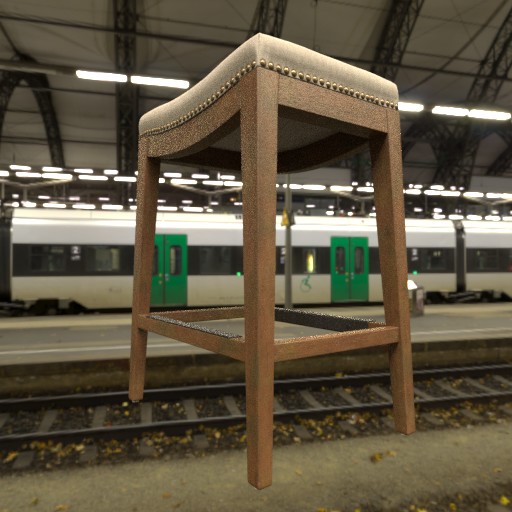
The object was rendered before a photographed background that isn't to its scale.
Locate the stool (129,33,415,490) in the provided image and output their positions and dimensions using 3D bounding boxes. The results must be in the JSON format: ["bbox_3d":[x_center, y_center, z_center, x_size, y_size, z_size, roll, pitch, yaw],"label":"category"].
[{"bbox_3d":[0.000,0.000,0.919,0.356,0.660,0.508,1,-1,-36],"label":"stool"}]
